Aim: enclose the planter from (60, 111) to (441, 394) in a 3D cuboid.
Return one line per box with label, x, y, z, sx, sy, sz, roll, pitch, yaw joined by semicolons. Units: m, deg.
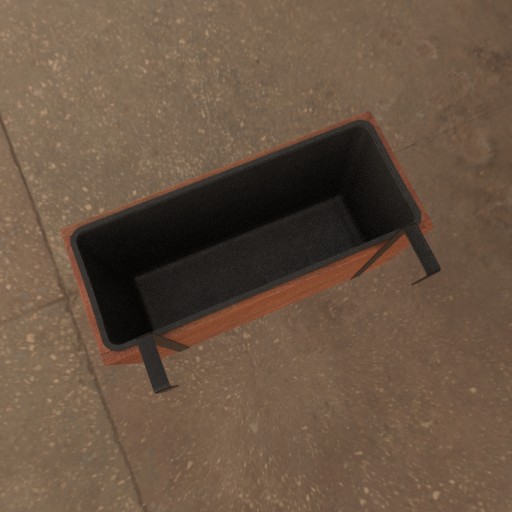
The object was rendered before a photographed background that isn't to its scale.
planter;0.000;0.000;0.646;0.480;0.289;0.262;-22;76;-6
